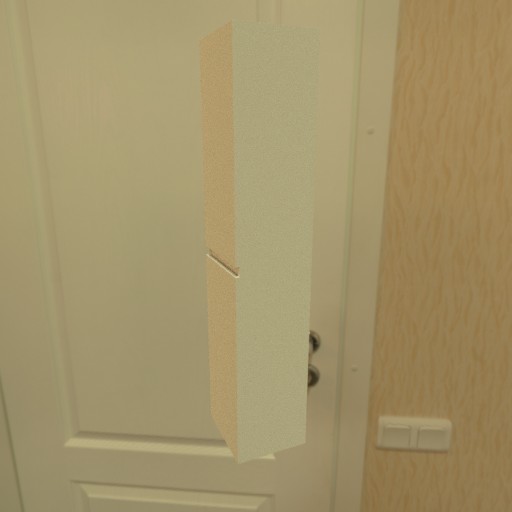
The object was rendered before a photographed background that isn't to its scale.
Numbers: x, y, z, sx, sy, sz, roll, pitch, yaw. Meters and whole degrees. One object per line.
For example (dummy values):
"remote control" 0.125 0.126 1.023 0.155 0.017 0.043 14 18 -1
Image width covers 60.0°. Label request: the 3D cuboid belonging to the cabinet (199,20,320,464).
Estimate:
"cabinet" 0.000 0.000 1.540 0.269 1.400 0.300 -7 17 -23
